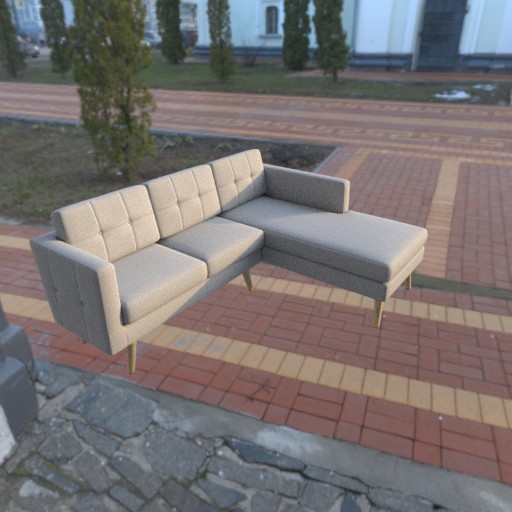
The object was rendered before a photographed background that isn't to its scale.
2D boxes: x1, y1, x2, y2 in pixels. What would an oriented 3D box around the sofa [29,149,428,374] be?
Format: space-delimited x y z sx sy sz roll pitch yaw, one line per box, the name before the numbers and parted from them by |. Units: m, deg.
sofa | 0.000 0.000 2.796 1.530 0.860 2.040 18 32 32
